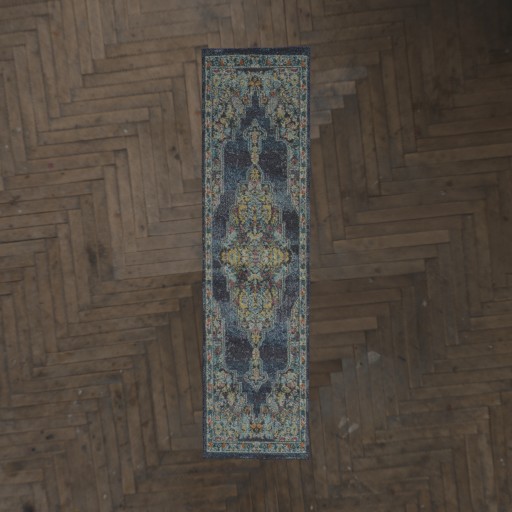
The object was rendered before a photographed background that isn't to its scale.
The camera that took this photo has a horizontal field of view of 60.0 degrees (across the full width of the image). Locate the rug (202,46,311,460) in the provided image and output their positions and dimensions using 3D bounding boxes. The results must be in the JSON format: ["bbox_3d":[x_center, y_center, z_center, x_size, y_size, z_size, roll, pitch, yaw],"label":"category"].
[{"bbox_3d":[0.000,0.000,2.453,0.602,0.016,2.283,0,92,1],"label":"rug"}]
